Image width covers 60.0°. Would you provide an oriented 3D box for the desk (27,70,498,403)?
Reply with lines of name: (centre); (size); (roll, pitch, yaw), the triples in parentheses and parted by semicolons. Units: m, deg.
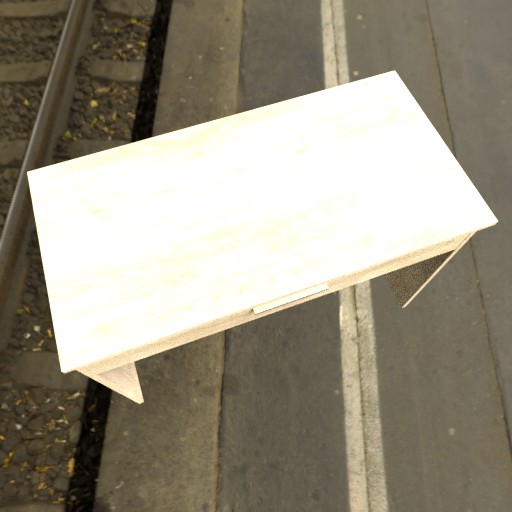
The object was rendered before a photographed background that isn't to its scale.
desk: (0.000, 0.000, 1.482); (1.100, 0.730, 0.560); (-18, 66, -8)
